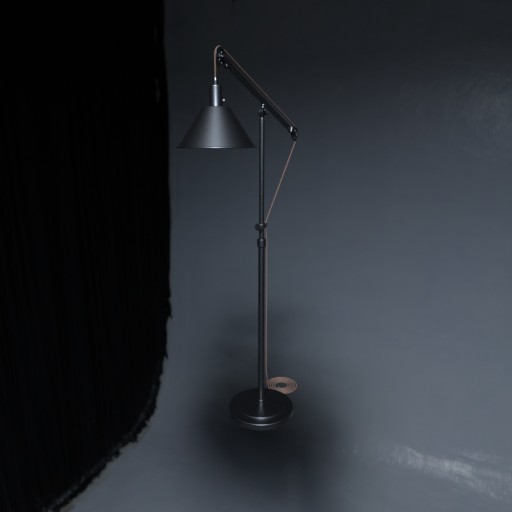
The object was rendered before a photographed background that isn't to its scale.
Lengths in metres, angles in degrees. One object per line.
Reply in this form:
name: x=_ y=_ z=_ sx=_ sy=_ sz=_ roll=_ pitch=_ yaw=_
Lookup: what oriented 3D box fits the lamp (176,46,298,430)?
lamp: x=0.000 y=0.000 z=1.970 sx=0.319 sy=1.626 sz=0.904 roll=7 pitch=16 yaw=26
